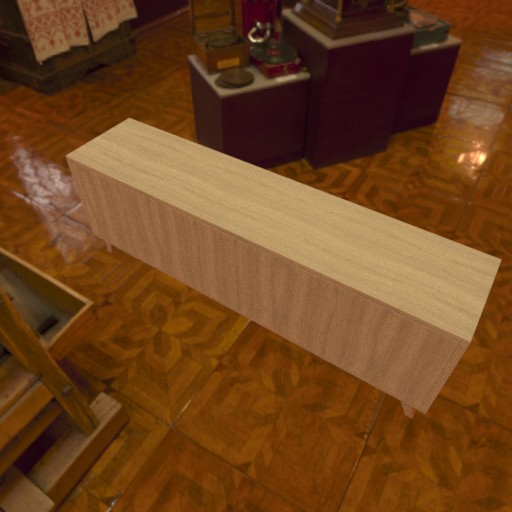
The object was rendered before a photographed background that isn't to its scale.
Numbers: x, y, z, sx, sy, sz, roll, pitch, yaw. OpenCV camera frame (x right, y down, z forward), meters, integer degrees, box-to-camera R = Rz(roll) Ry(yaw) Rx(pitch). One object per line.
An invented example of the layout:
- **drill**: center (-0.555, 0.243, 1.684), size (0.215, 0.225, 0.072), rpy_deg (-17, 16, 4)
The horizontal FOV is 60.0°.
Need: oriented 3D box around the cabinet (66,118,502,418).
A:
- **cabinet**: center (0.000, 0.000, 2.457), size (2.198, 0.779, 0.499), rpy_deg (25, 51, 22)
